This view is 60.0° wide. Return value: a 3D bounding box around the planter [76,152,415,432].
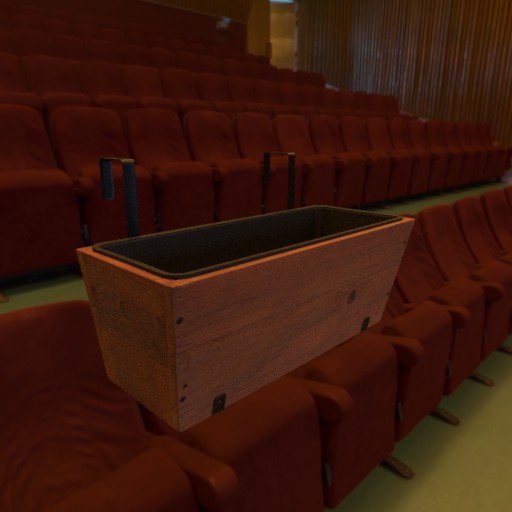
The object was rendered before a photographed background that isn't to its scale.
[{"bbox_3d":[0.000,0.000,0.663,0.262,0.289,0.480,15,21,43],"label":"planter"}]
